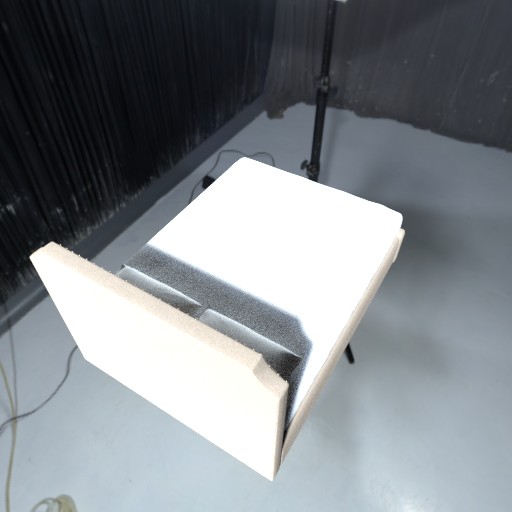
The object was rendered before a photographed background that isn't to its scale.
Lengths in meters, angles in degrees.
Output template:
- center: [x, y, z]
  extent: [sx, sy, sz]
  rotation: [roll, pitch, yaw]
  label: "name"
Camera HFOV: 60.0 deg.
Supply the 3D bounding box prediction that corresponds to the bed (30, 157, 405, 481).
- center: [0.000, 0.000, 3.387]
  extent: [1.703, 1.415, 2.329]
  rotation: [24, 51, 21]
  label: "bed"
